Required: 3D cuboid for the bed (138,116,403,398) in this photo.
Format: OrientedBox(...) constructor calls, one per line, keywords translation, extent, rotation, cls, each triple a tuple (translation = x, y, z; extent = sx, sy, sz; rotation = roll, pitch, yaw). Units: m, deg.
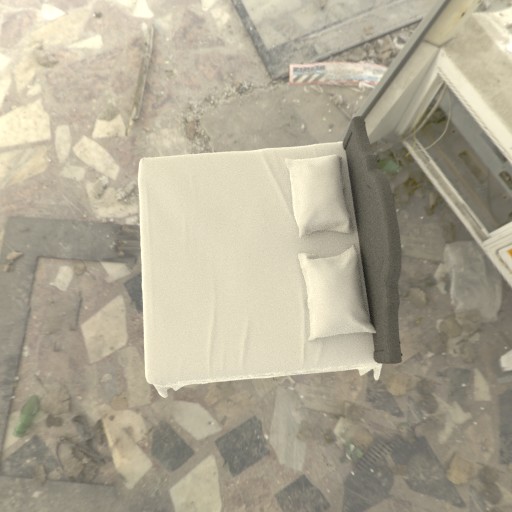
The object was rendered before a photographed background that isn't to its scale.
OrientedBox(translation=(0.000, 0.000, 3.788), extent=(2.222, 1.631, 2.303), rotation=(-5, 77, -1), cls="bed")
